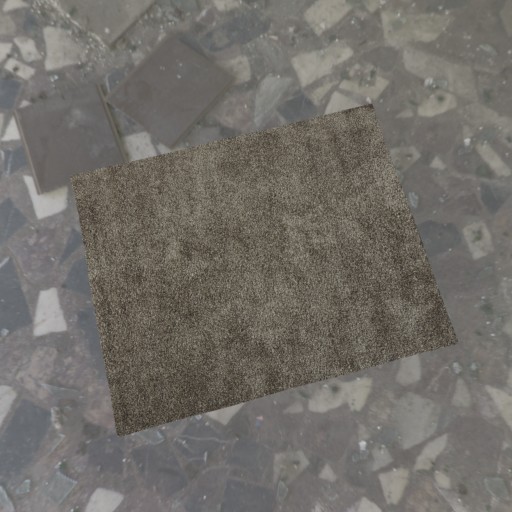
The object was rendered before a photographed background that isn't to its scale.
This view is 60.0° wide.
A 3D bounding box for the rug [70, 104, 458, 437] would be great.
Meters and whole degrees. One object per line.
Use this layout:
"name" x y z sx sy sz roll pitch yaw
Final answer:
"rug" 0.000 0.000 4.019 3.000 0.025 2.401 -14 77 -3
